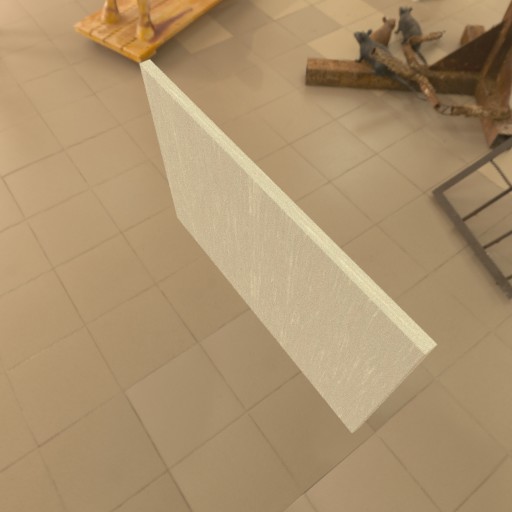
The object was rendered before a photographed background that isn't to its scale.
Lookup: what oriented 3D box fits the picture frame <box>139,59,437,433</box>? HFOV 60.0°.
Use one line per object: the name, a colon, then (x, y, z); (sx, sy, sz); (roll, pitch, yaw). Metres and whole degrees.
picture frame: (0.000, 0.000, 1.190); (0.029, 0.640, 0.950); (-32, 63, -19)
